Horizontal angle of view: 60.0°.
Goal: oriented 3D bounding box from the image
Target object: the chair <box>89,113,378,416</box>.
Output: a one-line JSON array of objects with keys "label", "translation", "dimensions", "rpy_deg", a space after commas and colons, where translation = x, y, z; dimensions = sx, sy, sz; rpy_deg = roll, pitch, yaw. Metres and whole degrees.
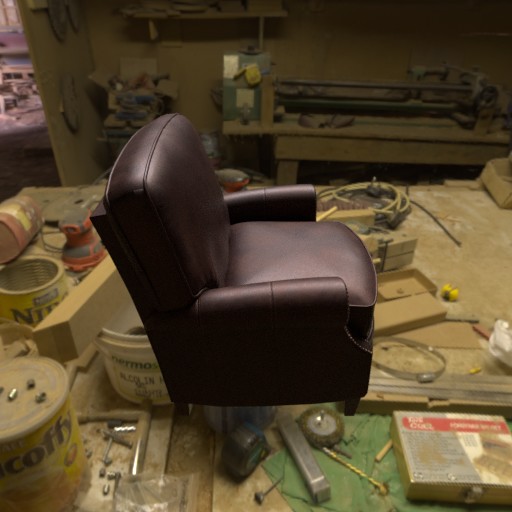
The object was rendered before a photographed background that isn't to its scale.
[{"label": "chair", "translation": [0.000, 0.000, 1.761], "dimensions": [0.986, 1.018, 0.936], "rpy_deg": [0, 31, -1]}]
